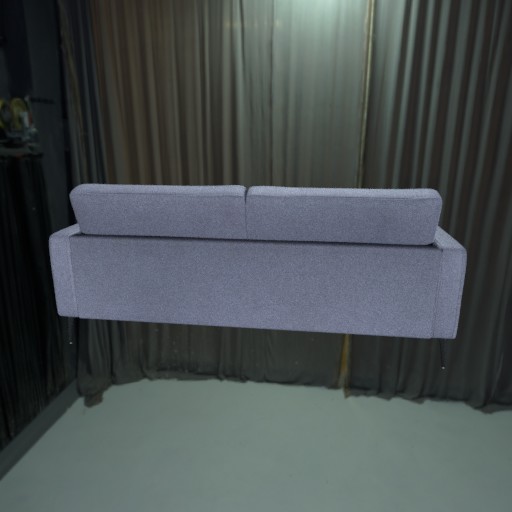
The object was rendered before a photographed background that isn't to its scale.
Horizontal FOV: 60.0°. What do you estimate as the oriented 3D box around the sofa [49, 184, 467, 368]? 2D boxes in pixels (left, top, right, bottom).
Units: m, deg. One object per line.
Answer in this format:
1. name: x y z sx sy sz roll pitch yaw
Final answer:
1. sofa: 0.000 0.000 2.405 1.925 0.828 0.774 2 16 7
